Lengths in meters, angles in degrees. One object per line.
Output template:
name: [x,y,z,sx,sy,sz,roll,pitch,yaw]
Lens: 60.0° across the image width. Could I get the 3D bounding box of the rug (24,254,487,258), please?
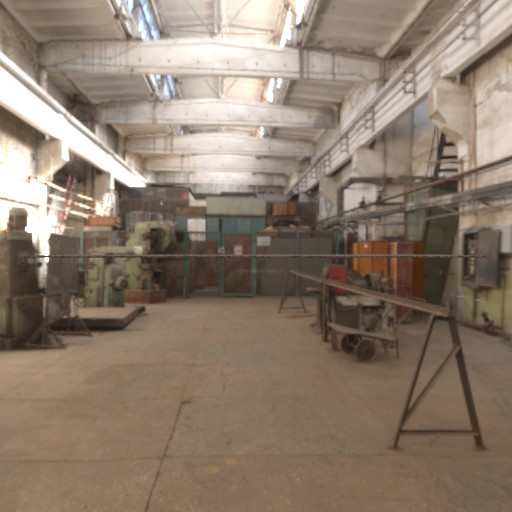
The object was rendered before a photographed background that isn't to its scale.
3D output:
rug: [0.000,0.000,2.533,2.296,0.011,0.691,0,1,-1]
